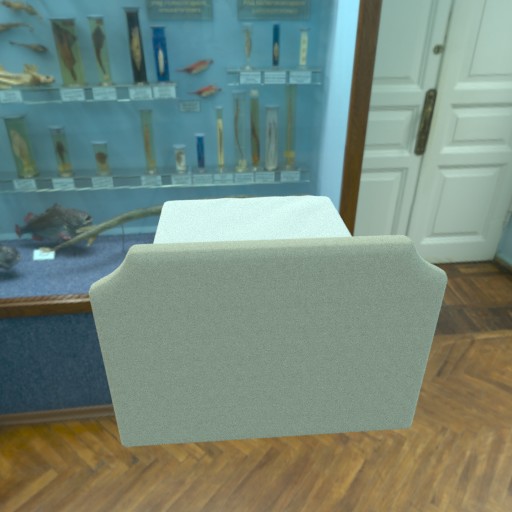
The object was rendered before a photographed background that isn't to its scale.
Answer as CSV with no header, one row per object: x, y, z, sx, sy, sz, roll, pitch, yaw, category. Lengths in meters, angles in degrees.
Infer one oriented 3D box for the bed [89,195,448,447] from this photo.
0.000,0.000,3.168,1.693,1.290,2.116,-2,30,-4,bed
